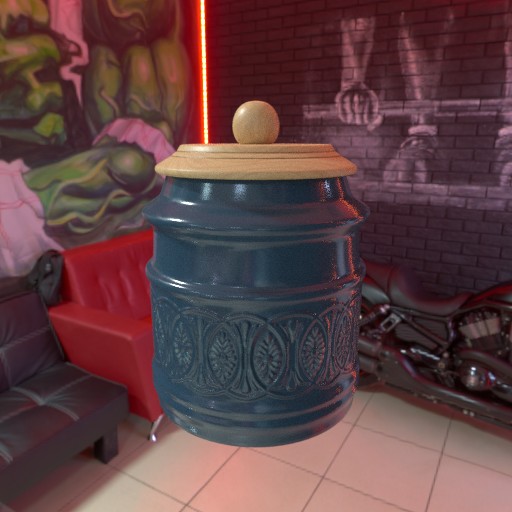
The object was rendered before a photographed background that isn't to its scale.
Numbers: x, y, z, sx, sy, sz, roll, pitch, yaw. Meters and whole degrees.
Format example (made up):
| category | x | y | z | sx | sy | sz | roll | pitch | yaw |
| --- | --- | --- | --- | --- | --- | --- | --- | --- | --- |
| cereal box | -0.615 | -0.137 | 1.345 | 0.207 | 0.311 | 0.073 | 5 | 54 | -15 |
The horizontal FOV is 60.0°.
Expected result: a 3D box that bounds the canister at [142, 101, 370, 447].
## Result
| category | x | y | z | sx | sy | sz | roll | pitch | yaw |
| --- | --- | --- | --- | --- | --- | --- | --- | --- | --- |
| canister | 0.000 | 0.000 | 0.267 | 0.130 | 0.176 | 0.130 | 0 | 15 | 0 |
